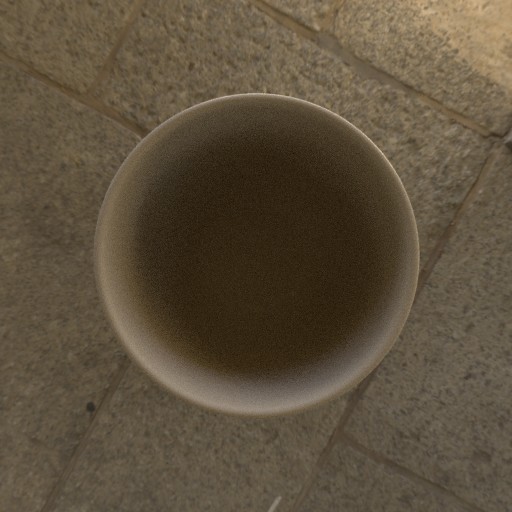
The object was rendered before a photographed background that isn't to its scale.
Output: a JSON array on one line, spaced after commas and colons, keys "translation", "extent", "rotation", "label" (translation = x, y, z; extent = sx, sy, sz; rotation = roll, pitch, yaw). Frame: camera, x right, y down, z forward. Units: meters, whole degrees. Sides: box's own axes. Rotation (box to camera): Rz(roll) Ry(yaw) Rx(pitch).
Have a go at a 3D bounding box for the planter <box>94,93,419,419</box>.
[{"translation": [0.000, 0.000, 0.305], "extent": [0.169, 0.153, 0.169], "rotation": [0, 90, 0], "label": "planter"}]
